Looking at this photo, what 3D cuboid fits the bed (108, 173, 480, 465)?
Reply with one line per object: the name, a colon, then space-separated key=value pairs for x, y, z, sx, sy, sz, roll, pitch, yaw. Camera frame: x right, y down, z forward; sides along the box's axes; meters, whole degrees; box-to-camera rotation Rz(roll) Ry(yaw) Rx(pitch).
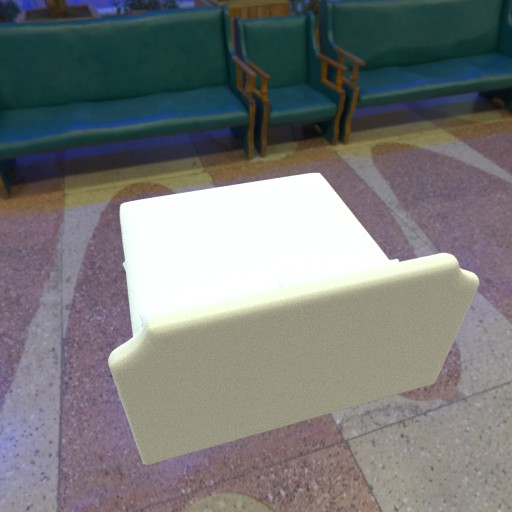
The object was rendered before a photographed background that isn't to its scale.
bed: x=0.000 y=0.000 z=3.466 sx=2.160 sy=1.301 sz=2.204 roll=-11 pitch=42 yaw=-12
